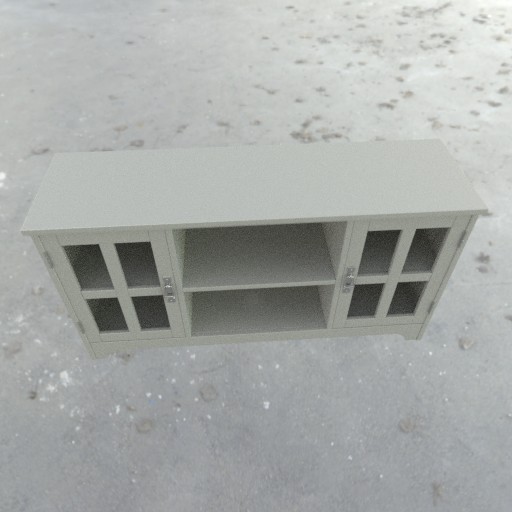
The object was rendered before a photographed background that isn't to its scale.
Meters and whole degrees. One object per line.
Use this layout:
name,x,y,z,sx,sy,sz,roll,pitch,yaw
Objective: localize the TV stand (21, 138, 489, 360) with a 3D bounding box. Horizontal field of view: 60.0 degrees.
TV stand,0.000,0.000,1.435,1.167,0.603,0.344,-3,45,-3
